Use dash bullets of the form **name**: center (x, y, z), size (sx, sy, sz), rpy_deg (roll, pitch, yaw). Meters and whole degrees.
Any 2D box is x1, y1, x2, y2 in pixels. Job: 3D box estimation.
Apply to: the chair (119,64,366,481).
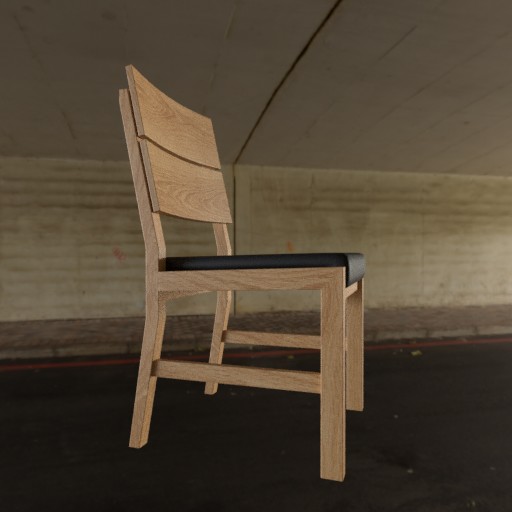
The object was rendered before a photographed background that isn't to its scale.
- **chair**: center (0.000, 0.000, 1.246), size (0.569, 0.950, 0.475), rpy_deg (0, 0, 19)
